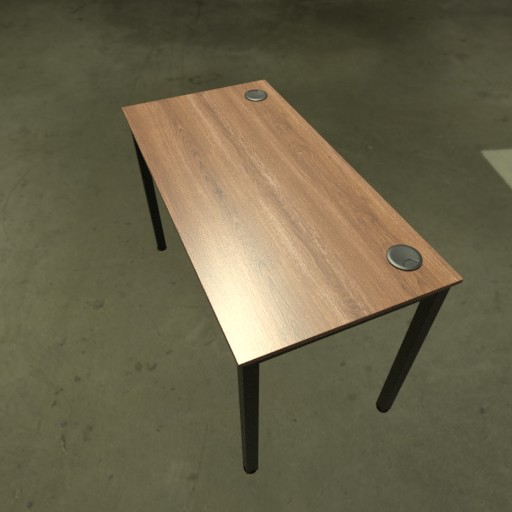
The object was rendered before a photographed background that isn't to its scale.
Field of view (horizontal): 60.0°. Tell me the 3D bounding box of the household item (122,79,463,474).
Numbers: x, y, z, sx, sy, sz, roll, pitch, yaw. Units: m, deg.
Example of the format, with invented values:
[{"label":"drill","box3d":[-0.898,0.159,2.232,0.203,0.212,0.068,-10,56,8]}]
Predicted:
[{"label":"household item","box3d":[0.000,0.000,1.661,0.600,0.750,1.200,-17,49,-16]}]
